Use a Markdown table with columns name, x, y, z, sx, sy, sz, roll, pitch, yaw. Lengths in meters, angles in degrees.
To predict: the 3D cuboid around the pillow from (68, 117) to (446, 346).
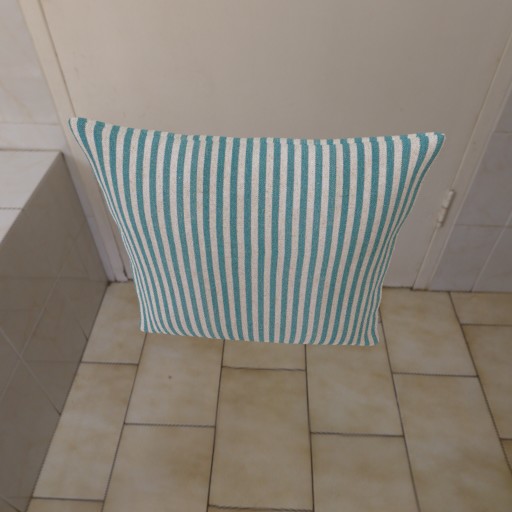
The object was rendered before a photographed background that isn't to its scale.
| name | x | y | z | sx | sy | sz | roll | pitch | yaw |
| --- | --- | --- | --- | --- | --- | --- | --- | --- | --- |
| pillow | 0.000 | 0.000 | 0.784 | 0.523 | 0.510 | 0.166 | 3 | 45 | 3 |
